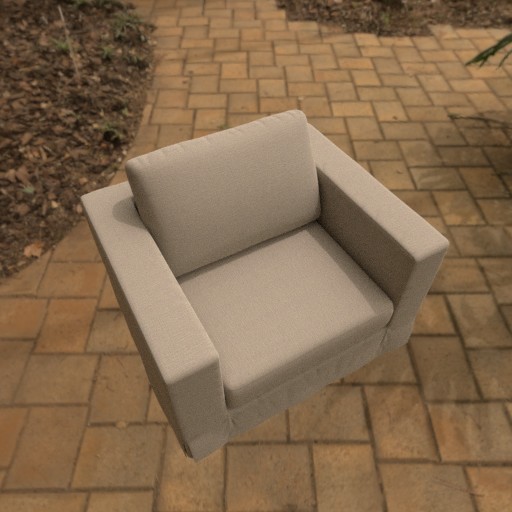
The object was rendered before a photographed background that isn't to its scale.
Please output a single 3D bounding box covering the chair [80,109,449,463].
[{"bbox_3d":[0.000,0.000,1.841,1.150,0.878,0.957,-23,52,-19],"label":"chair"}]
